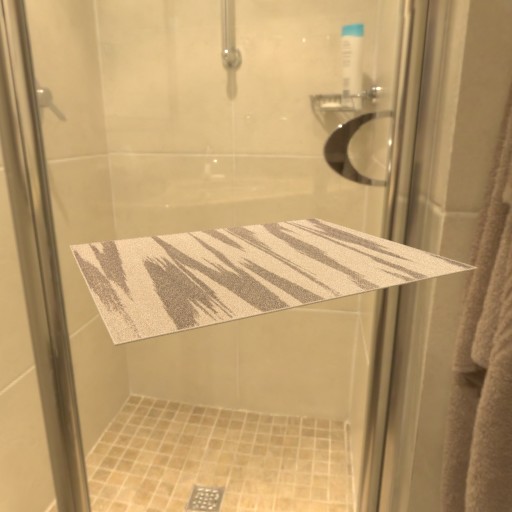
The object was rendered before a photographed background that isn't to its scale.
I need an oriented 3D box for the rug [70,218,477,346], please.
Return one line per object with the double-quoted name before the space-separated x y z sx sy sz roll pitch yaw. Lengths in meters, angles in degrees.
"rug" 0.000 0.000 4.031 2.945 0.014 2.353 -8 18 -26
